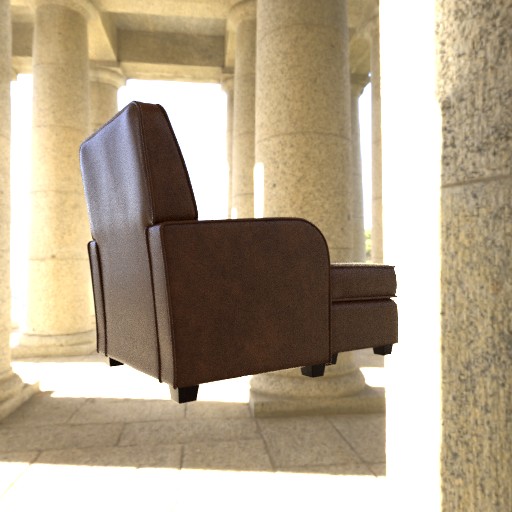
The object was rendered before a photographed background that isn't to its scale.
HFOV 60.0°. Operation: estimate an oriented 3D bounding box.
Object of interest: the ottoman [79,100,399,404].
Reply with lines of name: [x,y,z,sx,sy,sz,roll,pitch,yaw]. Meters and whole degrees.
ottoman: [0.000,0.000,1.886,1.314,0.904,0.732,1,-2,-36]
